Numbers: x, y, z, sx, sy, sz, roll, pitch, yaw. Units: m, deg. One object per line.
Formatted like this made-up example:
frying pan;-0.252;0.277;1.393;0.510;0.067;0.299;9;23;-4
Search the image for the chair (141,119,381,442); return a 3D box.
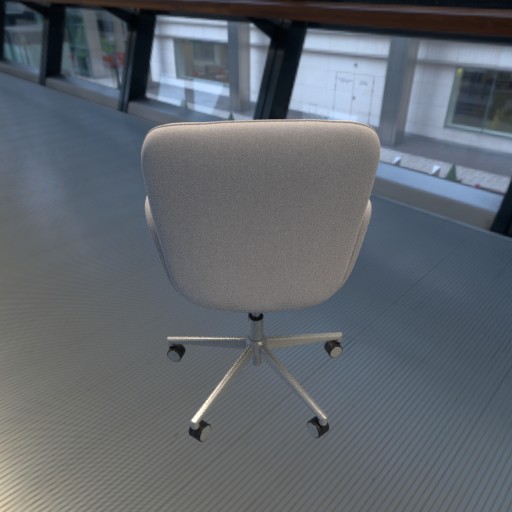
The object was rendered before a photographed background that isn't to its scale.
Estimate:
chair;0.000;0.000;1.350;0.648;0.959;0.633;-1;31;-2
